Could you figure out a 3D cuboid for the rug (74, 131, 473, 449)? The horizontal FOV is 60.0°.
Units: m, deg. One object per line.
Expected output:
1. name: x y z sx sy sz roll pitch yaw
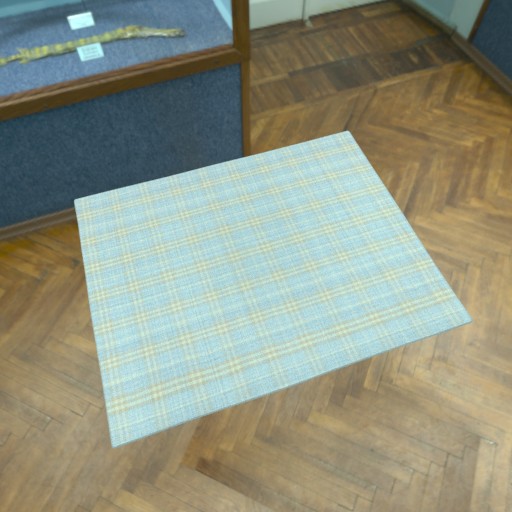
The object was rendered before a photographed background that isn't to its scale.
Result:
1. rug: 0.000 0.000 4.107 3.066 0.030 2.462 -16 59 -10
